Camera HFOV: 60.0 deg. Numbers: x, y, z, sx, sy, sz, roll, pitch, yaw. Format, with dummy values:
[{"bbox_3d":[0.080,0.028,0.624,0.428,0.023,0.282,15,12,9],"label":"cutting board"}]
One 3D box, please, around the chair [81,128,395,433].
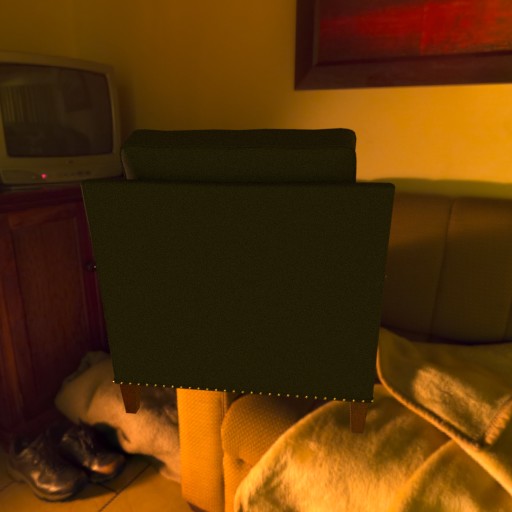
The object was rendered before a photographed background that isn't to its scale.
[{"bbox_3d":[0.000,0.000,1.726,0.853,0.943,1.014,2,15,8],"label":"chair"}]
